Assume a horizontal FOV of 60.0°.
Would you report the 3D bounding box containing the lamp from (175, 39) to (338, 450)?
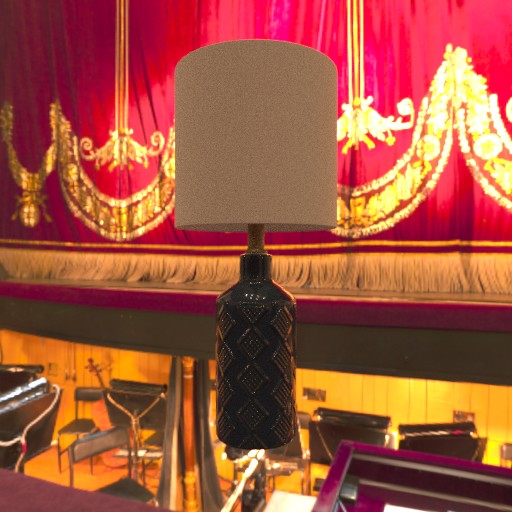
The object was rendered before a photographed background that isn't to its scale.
[{"bbox_3d":[0.000,0.000,0.574,0.207,0.461,0.207,0,1,19],"label":"lamp"}]
